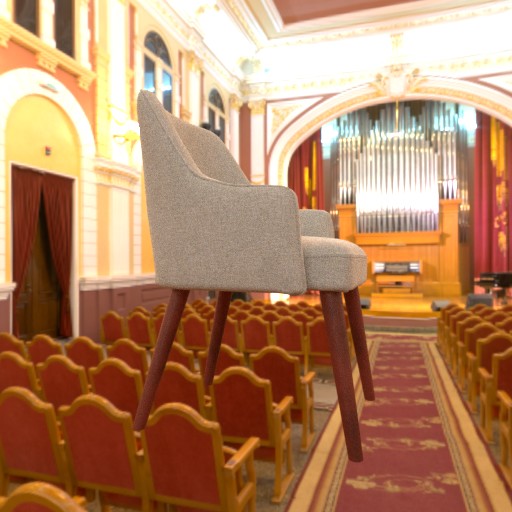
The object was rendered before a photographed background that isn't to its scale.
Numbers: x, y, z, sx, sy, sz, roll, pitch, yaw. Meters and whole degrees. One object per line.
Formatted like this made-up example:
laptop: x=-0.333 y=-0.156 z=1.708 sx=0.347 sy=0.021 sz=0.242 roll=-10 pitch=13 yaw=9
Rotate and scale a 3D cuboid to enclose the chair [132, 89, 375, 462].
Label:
chair: x=0.000 y=0.000 z=1.211 sx=0.605 sy=0.849 sz=0.548 roll=0 pitch=-1 yaw=18
